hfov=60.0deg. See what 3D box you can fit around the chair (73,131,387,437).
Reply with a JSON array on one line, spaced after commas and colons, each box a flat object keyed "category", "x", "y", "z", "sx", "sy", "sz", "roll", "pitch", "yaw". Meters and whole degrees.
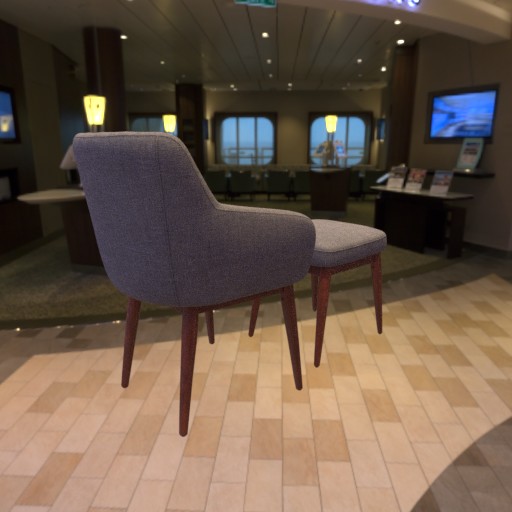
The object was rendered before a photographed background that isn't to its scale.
[{"category": "chair", "x": 0.000, "y": 0.000, "z": 1.510, "sx": 1.107, "sy": 0.799, "sz": 0.584, "roll": -13, "pitch": 20, "yaw": -41}]
